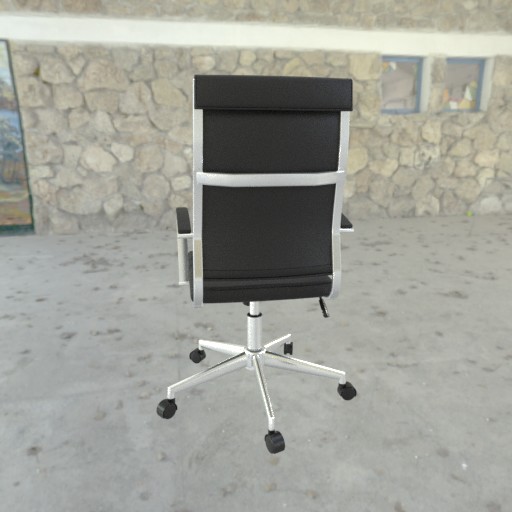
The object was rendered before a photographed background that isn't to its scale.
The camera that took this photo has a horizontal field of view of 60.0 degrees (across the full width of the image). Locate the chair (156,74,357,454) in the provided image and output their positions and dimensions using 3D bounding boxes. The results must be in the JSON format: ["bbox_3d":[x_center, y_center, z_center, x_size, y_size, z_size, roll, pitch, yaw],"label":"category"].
[{"bbox_3d":[0.000,0.000,1.630,0.766,1.149,0.739,-2,14,-9],"label":"chair"}]
